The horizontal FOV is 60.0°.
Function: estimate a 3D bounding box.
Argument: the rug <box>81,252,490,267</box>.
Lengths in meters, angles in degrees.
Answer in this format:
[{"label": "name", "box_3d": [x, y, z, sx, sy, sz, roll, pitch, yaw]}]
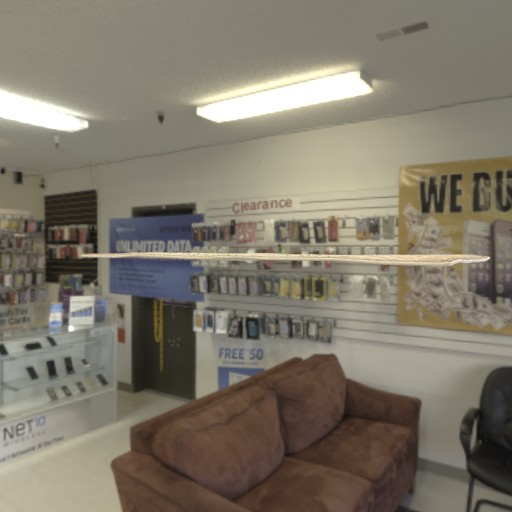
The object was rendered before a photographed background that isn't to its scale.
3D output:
[{"label": "rug", "box_3d": [0.000, 0.000, 2.649, 2.381, 0.036, 0.831, 1, 2, 37]}]
